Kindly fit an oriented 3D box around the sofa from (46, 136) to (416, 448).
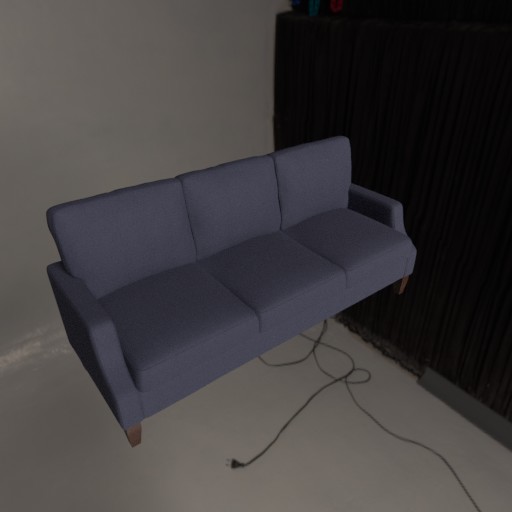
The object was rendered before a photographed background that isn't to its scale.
[{"bbox_3d":[0.000,0.000,2.618,2.115,0.984,0.888,-22,37,-32],"label":"sofa"}]
